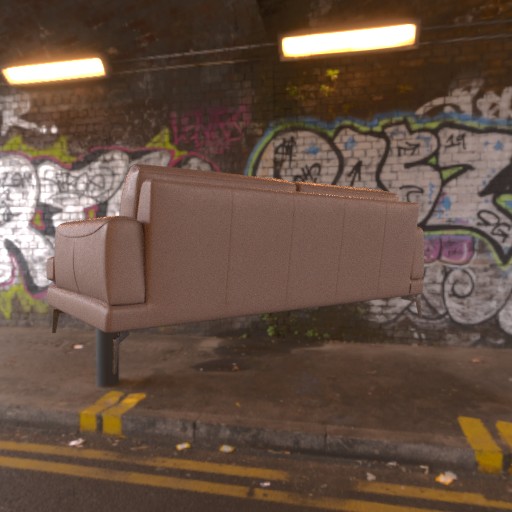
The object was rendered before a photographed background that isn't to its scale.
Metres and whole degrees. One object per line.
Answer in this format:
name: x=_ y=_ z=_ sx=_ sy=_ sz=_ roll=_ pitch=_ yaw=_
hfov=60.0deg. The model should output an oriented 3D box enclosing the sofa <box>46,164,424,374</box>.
sofa: x=0.000 y=0.000 z=2.422 sx=1.940 sy=0.765 sz=0.974 roll=-1 pitch=2 yaw=-37
